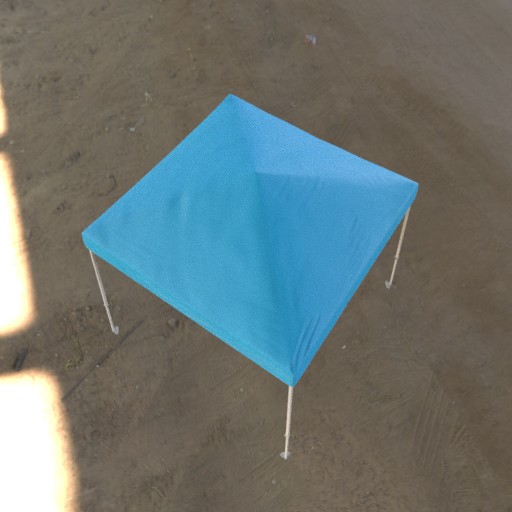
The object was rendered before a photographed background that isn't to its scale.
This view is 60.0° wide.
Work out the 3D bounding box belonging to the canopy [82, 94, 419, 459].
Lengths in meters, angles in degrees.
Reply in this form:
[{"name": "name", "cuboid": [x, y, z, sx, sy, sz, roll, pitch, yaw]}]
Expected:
[{"name": "canopy", "cuboid": [0.000, 0.000, 6.395, 3.599, 3.600, 3.600, 31, 64, 17]}]
